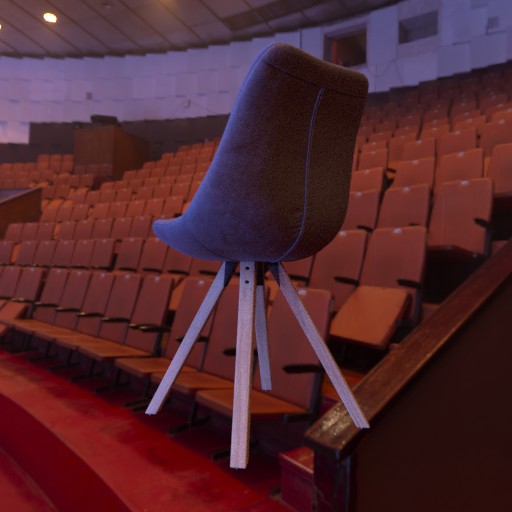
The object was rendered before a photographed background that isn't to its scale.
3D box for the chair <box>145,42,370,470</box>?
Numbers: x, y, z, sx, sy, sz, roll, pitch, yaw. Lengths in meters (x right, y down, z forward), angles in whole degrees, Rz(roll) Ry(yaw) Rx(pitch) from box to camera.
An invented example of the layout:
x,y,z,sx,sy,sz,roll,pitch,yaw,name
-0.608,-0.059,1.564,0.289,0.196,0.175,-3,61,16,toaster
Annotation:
x,y,z,sx,sy,sz,roll,pitch,yaw,name
0.000,0.000,1.177,0.483,0.865,0.547,1,-2,-36,chair
